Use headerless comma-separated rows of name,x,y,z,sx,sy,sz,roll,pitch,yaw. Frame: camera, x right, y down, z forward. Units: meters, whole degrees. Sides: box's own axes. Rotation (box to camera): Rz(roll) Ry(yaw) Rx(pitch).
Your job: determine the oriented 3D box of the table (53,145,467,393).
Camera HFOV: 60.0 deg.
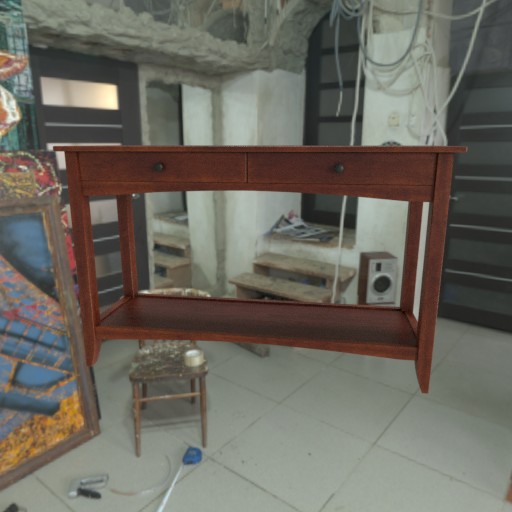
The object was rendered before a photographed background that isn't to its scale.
table,0.000,0.000,1.531,1.188,0.739,0.392,2,14,9
